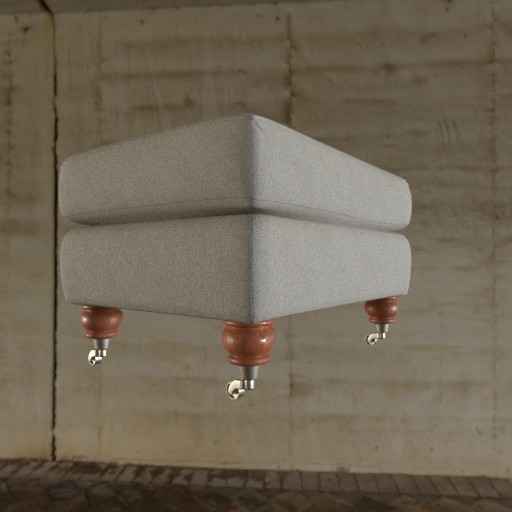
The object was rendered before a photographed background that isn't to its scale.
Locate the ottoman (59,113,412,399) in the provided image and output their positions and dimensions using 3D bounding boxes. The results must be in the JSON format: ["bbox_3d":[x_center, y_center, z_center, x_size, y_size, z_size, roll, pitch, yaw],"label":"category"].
[{"bbox_3d":[0.000,0.000,1.121,0.569,0.504,0.773,0,-1,37],"label":"ottoman"}]
